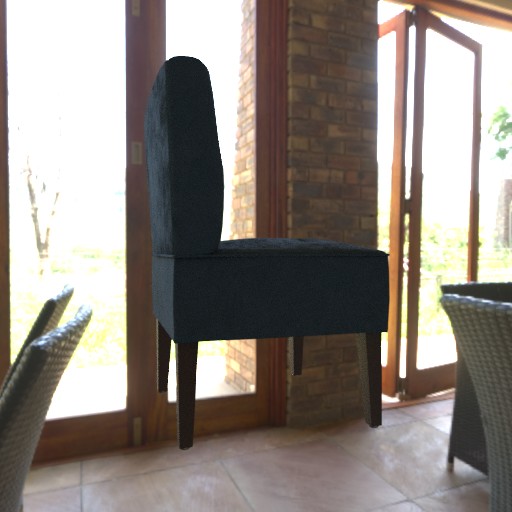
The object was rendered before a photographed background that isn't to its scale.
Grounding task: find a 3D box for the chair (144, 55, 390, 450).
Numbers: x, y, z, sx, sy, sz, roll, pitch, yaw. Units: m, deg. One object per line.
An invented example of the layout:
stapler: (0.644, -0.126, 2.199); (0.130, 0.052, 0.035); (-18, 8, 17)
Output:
chair: (0.000, 0.000, 1.180); (0.551, 0.806, 0.521); (0, 1, -19)
